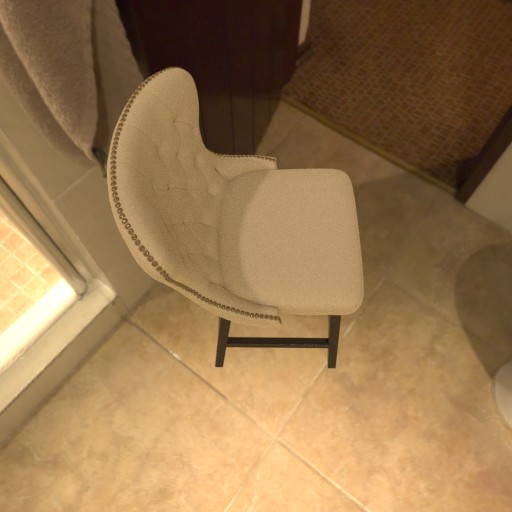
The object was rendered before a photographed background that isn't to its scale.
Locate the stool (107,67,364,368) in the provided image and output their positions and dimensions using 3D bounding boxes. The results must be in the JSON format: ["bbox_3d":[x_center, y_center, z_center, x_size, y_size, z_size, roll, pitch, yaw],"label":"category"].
[{"bbox_3d":[0.000,0.000,1.307,0.593,0.971,0.528,1,63,0],"label":"stool"}]
